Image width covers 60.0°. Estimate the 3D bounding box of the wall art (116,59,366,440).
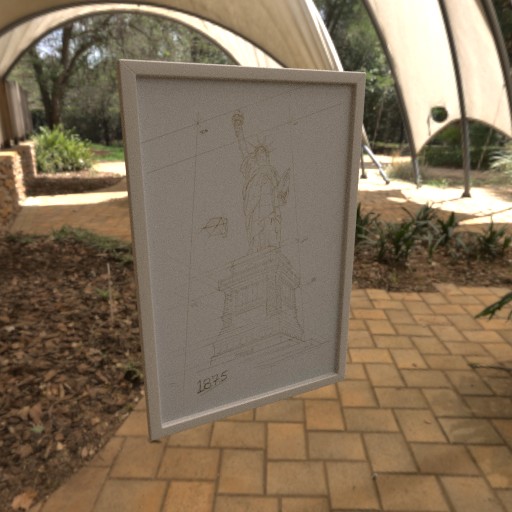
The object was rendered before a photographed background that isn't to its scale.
[{"bbox_3d":[0.000,0.000,1.033,0.556,0.813,0.026,-9,19,-25],"label":"wall art"}]
